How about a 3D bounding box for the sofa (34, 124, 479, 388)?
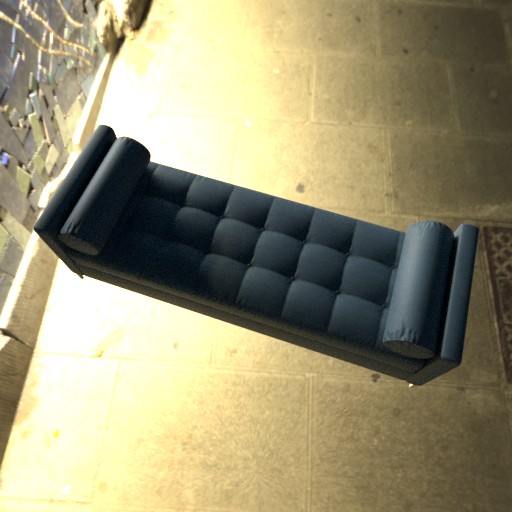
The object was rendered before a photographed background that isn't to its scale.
[{"bbox_3d":[0.000,0.000,2.332,1.981,0.635,0.686,17,65,8],"label":"sofa"}]
